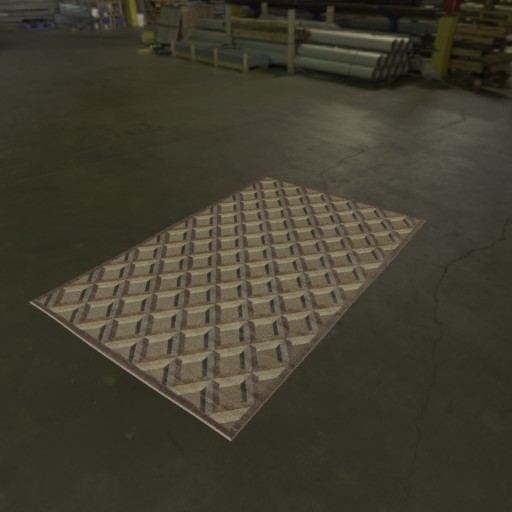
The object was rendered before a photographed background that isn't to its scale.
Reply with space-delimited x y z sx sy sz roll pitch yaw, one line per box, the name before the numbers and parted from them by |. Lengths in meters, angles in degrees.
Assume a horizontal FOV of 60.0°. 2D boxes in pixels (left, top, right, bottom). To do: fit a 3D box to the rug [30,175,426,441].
rug | 0.000 0.000 2.106 1.066 0.011 1.677 22 39 30
